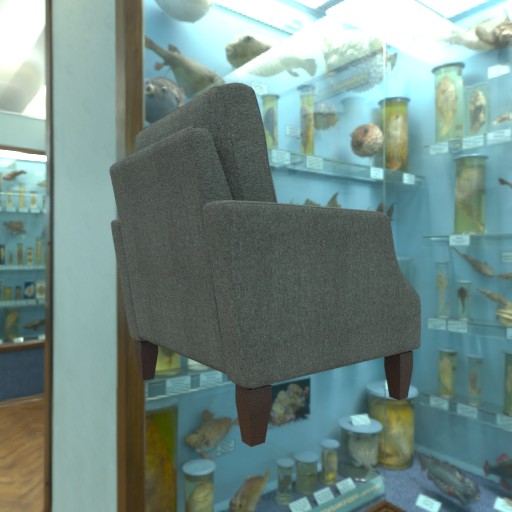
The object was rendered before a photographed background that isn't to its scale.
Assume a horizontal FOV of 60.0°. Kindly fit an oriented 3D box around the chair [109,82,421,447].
[{"bbox_3d":[0.000,0.000,1.650,0.897,0.993,0.855,0,1,-36],"label":"chair"}]
